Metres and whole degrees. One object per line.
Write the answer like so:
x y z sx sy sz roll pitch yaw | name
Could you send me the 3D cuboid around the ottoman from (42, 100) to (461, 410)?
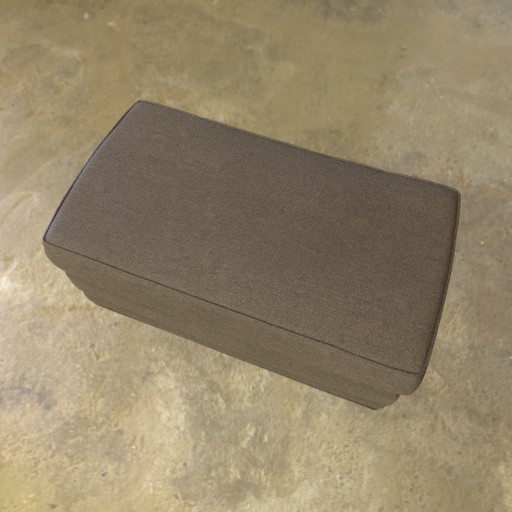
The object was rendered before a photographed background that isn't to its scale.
0.000 0.000 1.146 0.864 0.448 0.490 19 64 9 | ottoman
